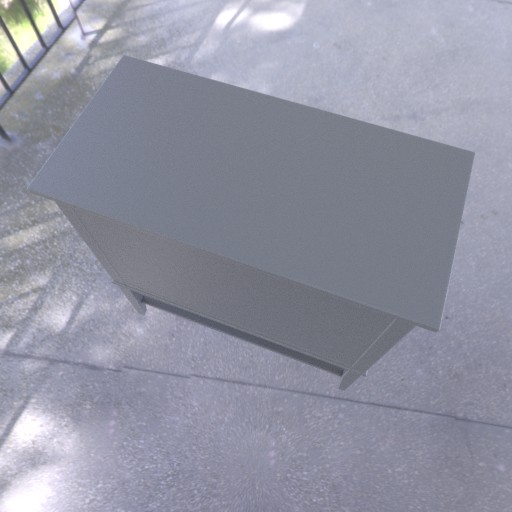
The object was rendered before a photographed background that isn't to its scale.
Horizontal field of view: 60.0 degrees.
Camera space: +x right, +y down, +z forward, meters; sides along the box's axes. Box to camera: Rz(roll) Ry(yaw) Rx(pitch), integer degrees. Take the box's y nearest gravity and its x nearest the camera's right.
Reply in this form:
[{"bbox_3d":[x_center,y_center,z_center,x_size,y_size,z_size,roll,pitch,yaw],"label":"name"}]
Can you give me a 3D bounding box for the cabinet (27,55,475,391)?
[{"bbox_3d":[0.000,0.000,1.228,0.801,0.780,0.396,19,66,9],"label":"cabinet"}]
